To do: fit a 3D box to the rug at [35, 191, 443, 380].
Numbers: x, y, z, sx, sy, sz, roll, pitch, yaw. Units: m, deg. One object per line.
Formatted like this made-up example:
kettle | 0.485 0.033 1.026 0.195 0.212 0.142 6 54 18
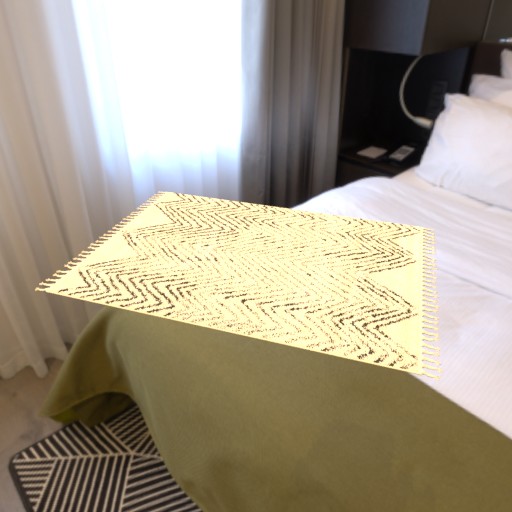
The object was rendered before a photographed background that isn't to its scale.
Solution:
rug | 0.000 0.000 2.364 1.847 0.014 1.230 10 33 15
